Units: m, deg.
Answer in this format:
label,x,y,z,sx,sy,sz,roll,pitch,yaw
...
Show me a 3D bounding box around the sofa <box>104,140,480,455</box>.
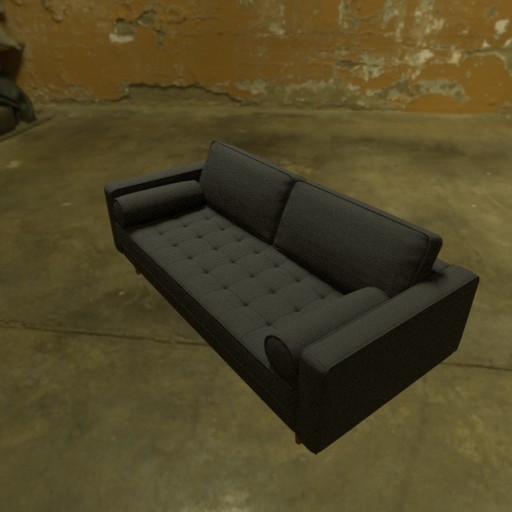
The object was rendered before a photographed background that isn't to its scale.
label,x,y,z,sx,sy,sz,roll,pitch,yaw
sofa,0.000,0.000,2.310,0.914,0.759,1.875,-21,37,-31
